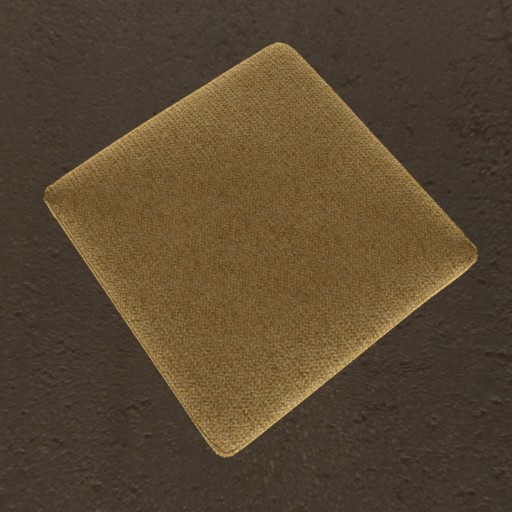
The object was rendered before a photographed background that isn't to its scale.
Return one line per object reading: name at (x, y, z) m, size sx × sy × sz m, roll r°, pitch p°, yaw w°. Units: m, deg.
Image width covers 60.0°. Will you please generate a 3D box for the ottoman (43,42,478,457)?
ottoman at (0.000, 0.000, 0.878) m, size 0.505 × 0.441 × 0.512 m, roll -36°, pitch 78°, yaw -9°
